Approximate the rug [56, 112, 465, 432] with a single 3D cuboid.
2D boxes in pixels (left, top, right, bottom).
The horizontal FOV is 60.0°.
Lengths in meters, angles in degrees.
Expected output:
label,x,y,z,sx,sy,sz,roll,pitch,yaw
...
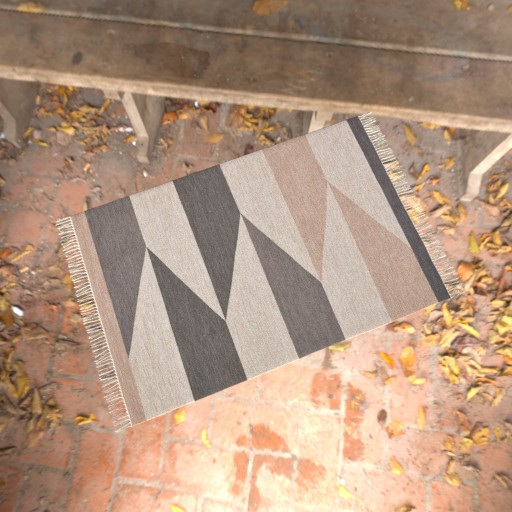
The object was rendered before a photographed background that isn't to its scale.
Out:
label,x,y,z,sx,sy,sz,roll,pitch,yaw
rug,0.000,0.000,2.492,2.021,0.027,1.224,-20,75,-6
